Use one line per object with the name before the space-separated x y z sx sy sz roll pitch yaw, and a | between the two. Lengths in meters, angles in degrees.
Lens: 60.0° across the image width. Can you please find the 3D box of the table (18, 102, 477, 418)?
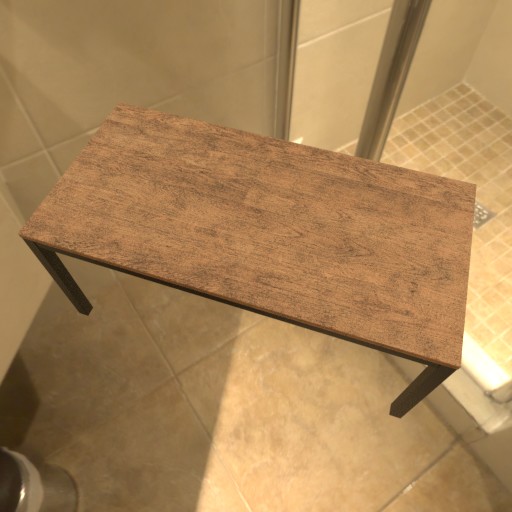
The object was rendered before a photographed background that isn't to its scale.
table | 0.000 0.000 2.252 1.805 0.767 0.893 16 58 10
